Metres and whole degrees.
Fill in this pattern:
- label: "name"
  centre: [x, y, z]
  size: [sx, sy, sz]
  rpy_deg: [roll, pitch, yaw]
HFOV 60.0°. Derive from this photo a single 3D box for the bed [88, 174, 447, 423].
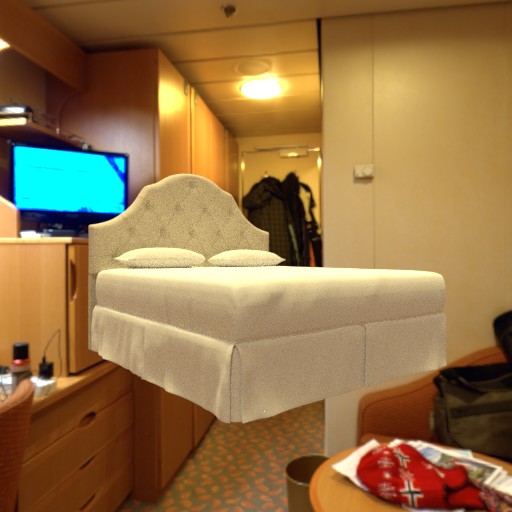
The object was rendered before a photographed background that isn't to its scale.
- label: "bed"
  centre: [0.000, 0.000, 3.539]
  size: [2.008, 1.615, 2.214]
  rpy_deg: [0, 0, -37]
